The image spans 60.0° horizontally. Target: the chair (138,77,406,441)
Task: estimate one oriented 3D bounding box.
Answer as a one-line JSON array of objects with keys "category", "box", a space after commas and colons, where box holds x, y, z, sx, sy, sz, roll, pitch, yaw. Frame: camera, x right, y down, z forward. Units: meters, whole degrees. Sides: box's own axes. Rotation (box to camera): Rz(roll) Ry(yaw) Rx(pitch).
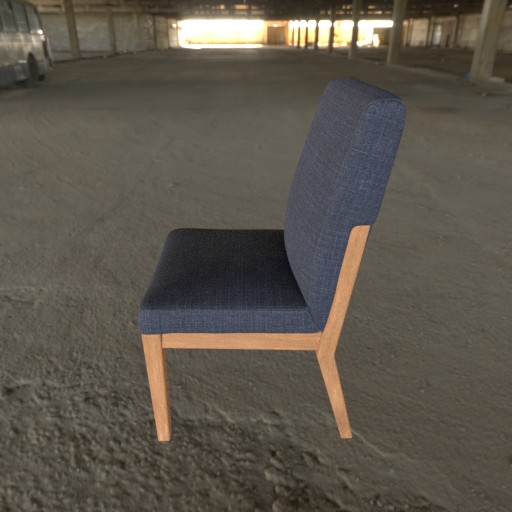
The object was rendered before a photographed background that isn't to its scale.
[{"category": "chair", "box": [0.000, 0.000, 1.249, 0.586, 0.911, 0.507, -1, 27, -1]}]
